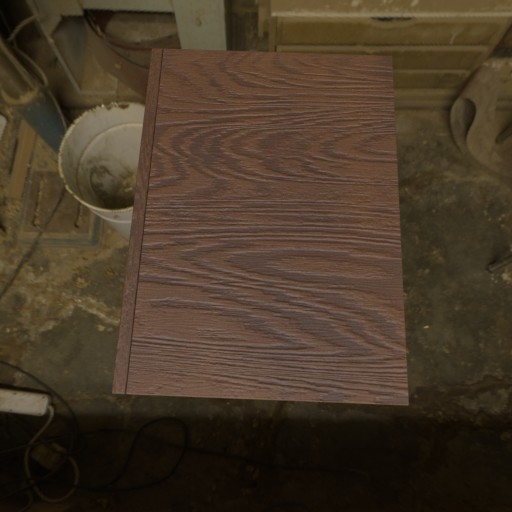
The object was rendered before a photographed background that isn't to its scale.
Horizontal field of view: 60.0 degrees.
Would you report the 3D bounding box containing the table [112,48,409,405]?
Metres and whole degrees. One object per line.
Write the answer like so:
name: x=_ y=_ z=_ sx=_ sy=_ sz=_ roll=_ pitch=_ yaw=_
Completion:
table: x=0.000 y=0.000 z=0.958 sx=0.439 sy=0.585 sz=0.560 roll=2 pitch=75 yaw=1
